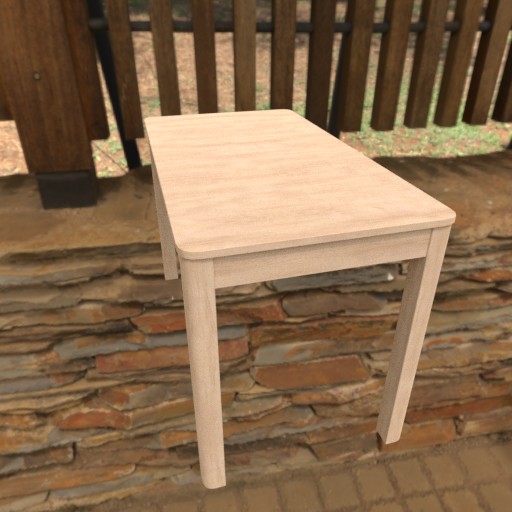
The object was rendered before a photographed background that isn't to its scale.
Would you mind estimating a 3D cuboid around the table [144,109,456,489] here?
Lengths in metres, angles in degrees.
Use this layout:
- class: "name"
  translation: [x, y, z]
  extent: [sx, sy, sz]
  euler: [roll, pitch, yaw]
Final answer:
- class: "table"
  translation: [0.000, 0.000, 1.891]
  extent: [0.750, 0.900, 1.400]
  euler: [-8, 31, -13]
